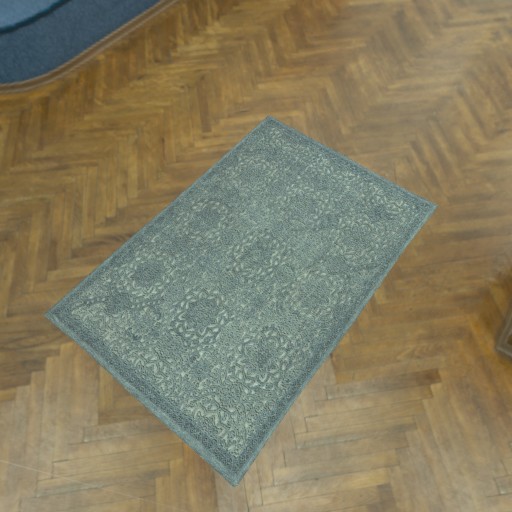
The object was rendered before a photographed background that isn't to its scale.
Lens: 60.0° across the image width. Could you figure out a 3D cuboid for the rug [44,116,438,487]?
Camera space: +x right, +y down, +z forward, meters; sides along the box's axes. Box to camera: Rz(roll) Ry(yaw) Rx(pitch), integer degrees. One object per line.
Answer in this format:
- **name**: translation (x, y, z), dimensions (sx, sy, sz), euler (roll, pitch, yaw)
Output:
- **rug**: translation (0.000, 0.000, 2.357), dimensions (1.224, 0.016, 1.830), euler (34, 64, 19)
